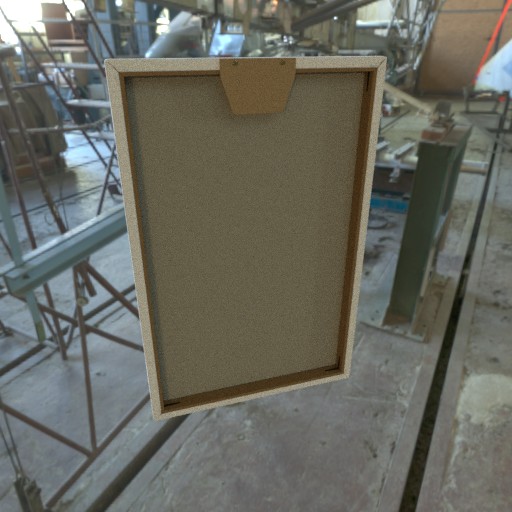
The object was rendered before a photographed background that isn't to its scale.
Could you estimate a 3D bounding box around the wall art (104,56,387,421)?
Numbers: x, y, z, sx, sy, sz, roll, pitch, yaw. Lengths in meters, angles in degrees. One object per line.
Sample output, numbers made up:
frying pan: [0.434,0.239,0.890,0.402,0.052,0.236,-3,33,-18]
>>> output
wall art: [0.000,0.000,1.120,0.602,0.916,0.048,-8,27,-15]
